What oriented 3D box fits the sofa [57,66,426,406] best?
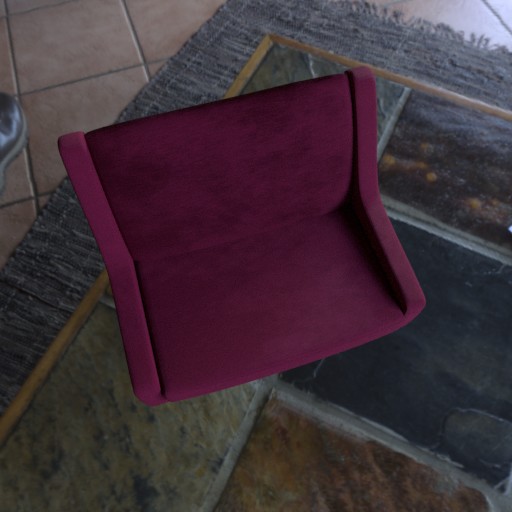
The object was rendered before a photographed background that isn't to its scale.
[{"bbox_3d":[0.000,0.000,1.916,1.242,0.976,0.946,-16,65,-8],"label":"sofa"}]
